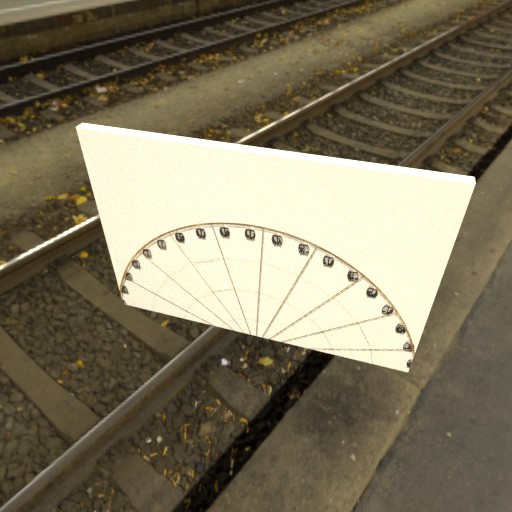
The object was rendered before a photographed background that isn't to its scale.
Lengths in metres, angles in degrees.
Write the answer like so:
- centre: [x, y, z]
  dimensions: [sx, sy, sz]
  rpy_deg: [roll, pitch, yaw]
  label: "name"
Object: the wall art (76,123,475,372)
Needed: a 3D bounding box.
- centre: [0.000, 0.000, 1.479]
  dimensions: [1.144, 0.767, 0.038]
  rpy_deg: [11, 41, 13]
  label: "wall art"
